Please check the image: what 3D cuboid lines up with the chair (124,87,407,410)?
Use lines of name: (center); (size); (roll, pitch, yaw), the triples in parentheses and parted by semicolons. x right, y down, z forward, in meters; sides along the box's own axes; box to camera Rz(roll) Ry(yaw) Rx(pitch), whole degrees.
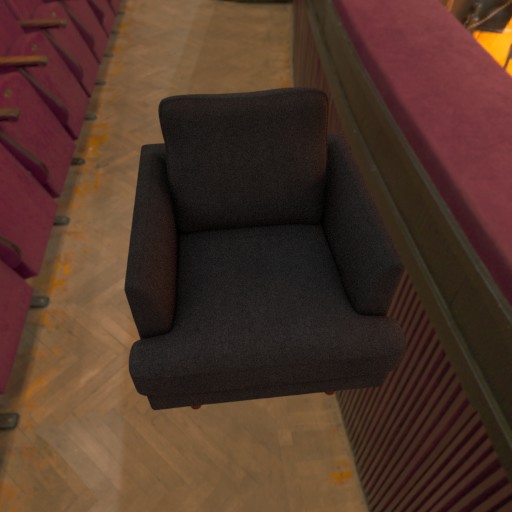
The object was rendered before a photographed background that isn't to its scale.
chair: (0.000, 0.000, 1.621); (0.858, 0.957, 0.899); (-5, 46, -4)
